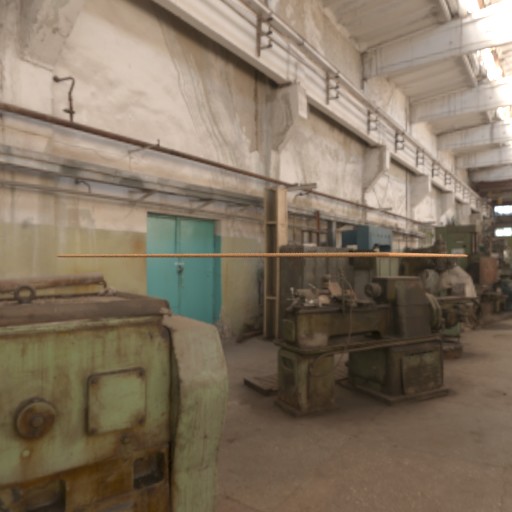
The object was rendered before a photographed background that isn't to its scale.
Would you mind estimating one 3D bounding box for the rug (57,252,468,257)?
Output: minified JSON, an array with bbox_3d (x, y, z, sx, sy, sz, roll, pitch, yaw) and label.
[{"bbox_3d":[0.000,0.000,2.131,1.678,0.013,1.078,0,0,36],"label":"rug"}]
